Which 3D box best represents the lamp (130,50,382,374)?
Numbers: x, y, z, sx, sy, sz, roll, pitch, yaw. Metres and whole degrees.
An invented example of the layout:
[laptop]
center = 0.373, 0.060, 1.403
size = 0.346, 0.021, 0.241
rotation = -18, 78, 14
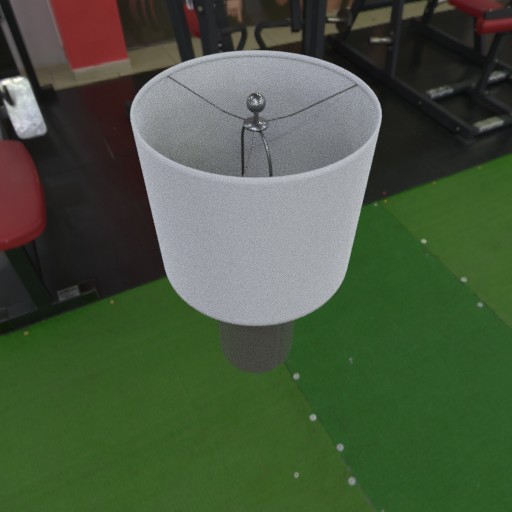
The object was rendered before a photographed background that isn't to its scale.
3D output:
[lamp]
center = 0.000, 0.000, 0.502
size = 0.203, 0.389, 0.203
rotation = -19, 50, -16
